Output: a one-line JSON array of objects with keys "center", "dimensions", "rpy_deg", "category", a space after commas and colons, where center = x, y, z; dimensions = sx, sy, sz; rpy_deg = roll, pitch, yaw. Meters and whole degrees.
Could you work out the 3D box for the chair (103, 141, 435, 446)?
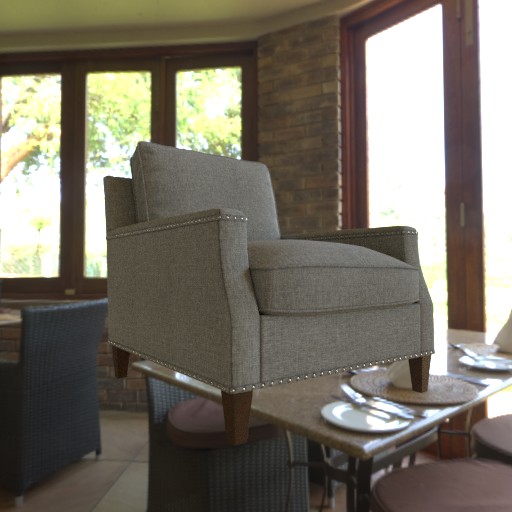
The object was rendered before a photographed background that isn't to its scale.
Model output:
[{"center": [0.000, 0.000, 1.676], "dimensions": [0.853, 0.943, 1.014], "rpy_deg": [1, -2, -36], "category": "chair"}]
